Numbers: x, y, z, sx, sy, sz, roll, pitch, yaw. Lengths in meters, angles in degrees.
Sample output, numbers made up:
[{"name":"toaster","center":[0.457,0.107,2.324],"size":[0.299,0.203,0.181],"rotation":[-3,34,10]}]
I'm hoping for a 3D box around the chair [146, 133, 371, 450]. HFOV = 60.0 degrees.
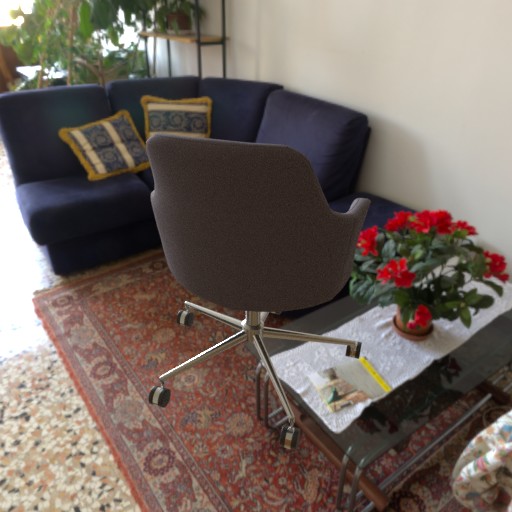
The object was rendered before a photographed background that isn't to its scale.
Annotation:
[{"name":"chair","center":[0.000,0.000,1.272],"size":[0.655,0.820,0.600],"rotation":[10,33,15]}]
